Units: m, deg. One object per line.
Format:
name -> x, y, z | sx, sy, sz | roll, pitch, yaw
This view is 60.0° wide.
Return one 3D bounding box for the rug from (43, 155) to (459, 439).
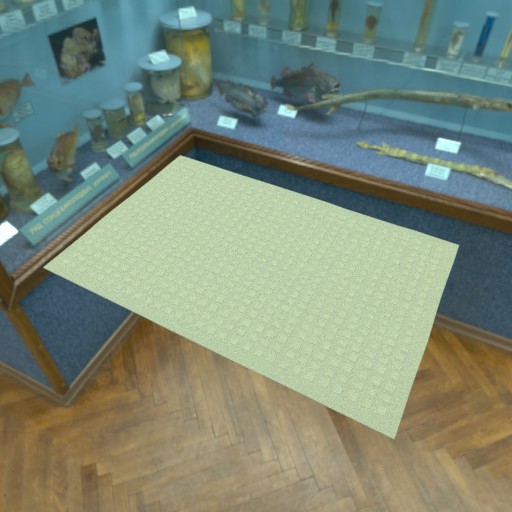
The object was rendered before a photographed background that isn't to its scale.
rug -> 0.000, 0.000, 2.214 | 1.747, 0.006, 1.143 | 21, 49, 20
